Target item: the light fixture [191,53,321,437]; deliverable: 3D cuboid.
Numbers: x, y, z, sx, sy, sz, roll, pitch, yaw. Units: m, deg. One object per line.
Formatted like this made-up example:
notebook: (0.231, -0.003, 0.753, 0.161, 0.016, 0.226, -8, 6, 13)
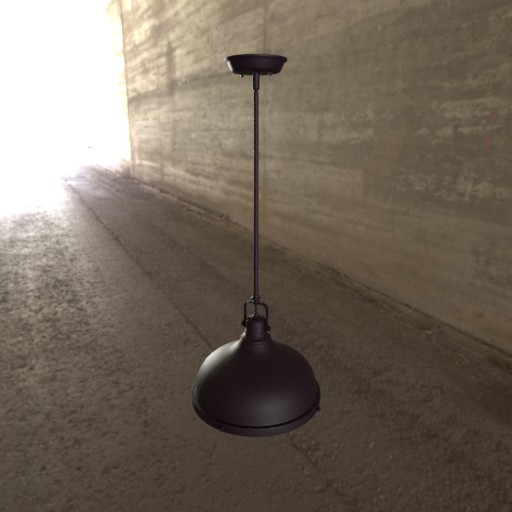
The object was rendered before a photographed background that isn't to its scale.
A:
light fixture: (0.000, 0.000, 1.034, 0.341, 0.849, 0.341, 8, 17, 26)
